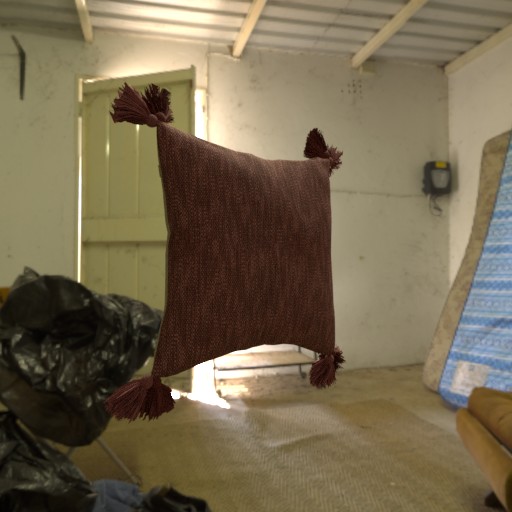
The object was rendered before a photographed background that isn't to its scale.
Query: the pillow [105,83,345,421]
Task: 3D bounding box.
[{"bbox_3d":[0.000,0.000,0.957,0.641,0.659,0.138,1,-2,-38],"label":"pillow"}]
